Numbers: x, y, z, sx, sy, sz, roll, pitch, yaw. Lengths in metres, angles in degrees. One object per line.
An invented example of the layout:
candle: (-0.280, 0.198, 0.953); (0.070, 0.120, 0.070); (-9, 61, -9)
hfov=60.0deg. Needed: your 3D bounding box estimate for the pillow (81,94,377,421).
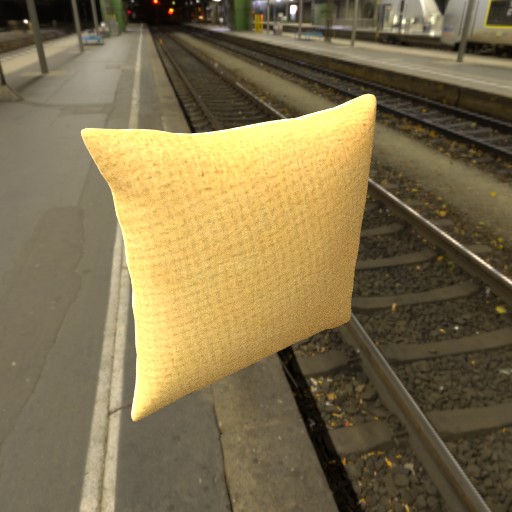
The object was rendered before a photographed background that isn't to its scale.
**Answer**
pillow: (0.000, 0.000, 0.632); (0.419, 0.407, 0.173); (-18, 33, -29)
